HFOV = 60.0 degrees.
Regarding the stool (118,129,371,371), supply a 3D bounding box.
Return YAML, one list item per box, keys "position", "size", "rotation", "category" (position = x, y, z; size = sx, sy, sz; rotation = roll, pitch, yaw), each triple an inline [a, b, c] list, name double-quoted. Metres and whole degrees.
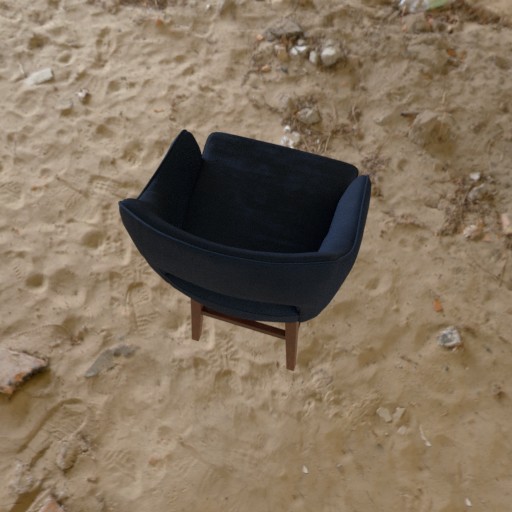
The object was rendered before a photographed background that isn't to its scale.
- position: [0.000, 0.000, 1.361]
  size: [0.550, 1.041, 0.560]
  rotation: [16, 64, 8]
  category: "stool"
